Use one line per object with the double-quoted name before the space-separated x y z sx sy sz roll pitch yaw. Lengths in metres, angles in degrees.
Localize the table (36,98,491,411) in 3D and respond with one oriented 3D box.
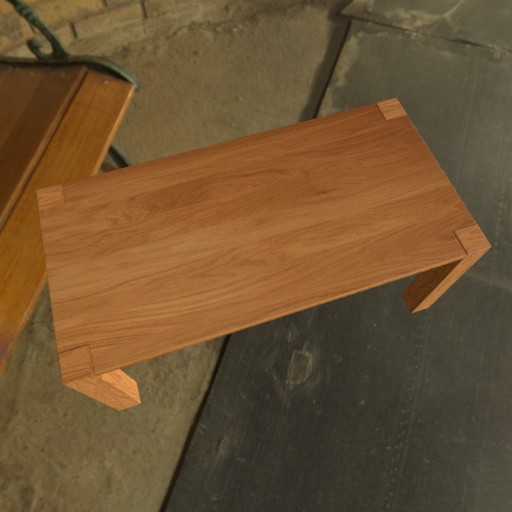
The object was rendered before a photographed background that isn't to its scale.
"table" 0.000 0.000 2.276 1.800 0.760 0.900 -17 65 -8
